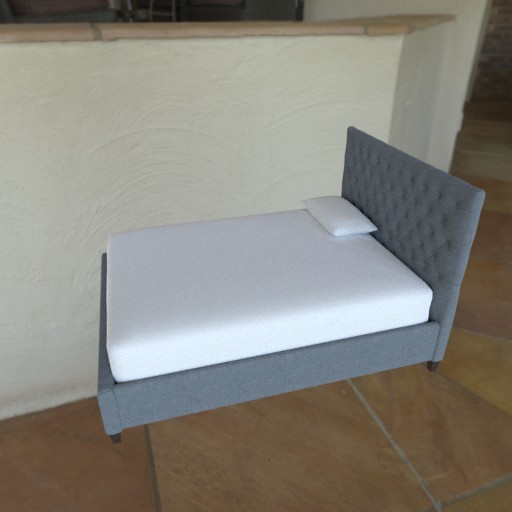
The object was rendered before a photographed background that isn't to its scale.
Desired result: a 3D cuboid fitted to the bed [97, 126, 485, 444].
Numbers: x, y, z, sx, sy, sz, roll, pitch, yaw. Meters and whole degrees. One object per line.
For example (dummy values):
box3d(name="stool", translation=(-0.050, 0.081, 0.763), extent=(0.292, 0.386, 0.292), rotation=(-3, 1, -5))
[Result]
box3d(name="bed", translation=(0.000, 0.000, 3.323), extent=(2.335, 1.411, 1.698), rotation=(-8, 30, -14))
